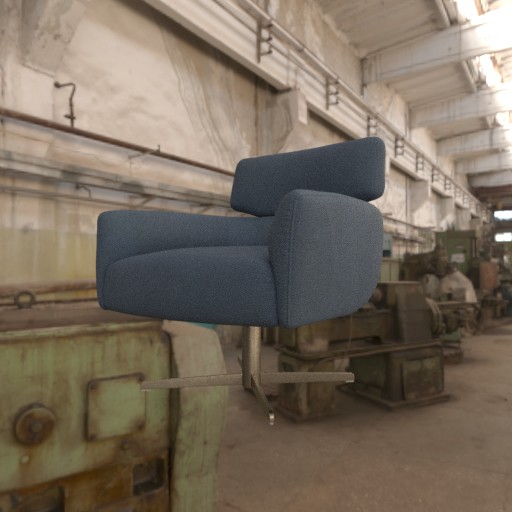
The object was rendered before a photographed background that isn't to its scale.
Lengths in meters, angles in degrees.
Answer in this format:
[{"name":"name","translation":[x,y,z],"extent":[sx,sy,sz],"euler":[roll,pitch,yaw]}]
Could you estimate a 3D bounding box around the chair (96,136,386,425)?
[{"name":"chair","translation":[0.000,0.000,1.410],"extent":[0.738,0.813,0.761],"euler":[-1,-1,36]}]
